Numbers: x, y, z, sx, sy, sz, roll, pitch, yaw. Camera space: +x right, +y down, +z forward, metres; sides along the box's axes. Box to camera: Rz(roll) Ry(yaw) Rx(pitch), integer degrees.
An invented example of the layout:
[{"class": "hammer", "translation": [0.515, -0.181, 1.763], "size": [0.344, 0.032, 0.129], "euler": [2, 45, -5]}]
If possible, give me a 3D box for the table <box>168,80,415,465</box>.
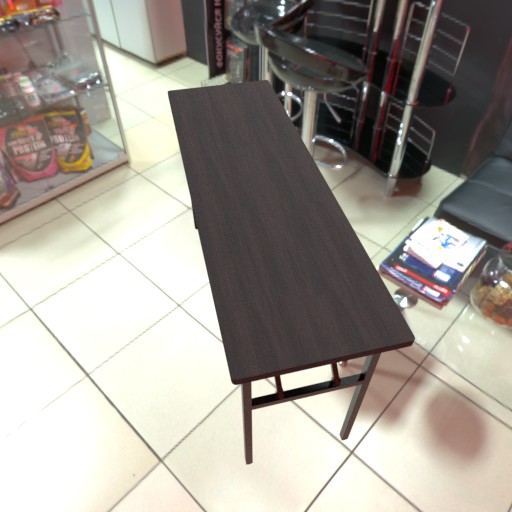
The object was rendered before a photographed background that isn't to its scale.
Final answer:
[{"class": "table", "translation": [0.000, 0.000, 1.757], "size": [0.449, 0.750, 1.399], "euler": [-10, 48, -9]}]
